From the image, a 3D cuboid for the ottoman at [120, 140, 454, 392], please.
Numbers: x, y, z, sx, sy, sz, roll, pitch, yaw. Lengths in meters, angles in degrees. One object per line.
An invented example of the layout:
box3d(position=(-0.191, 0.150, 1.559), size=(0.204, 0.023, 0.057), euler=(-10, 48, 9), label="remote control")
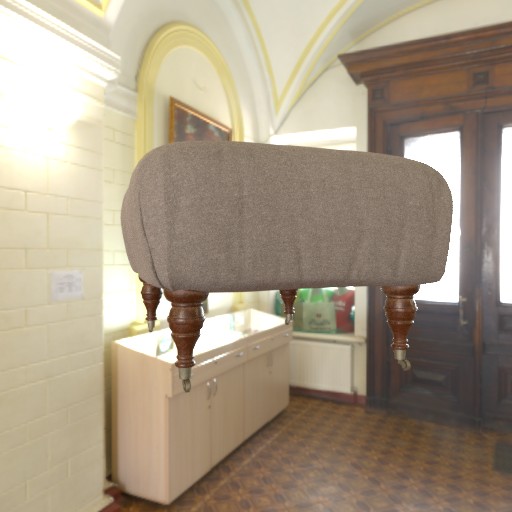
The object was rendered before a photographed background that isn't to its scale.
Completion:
box3d(position=(0.000, 0.000, 1.096), size=(0.622, 0.450, 0.747), euler=(0, 0, -19), label="ottoman")
